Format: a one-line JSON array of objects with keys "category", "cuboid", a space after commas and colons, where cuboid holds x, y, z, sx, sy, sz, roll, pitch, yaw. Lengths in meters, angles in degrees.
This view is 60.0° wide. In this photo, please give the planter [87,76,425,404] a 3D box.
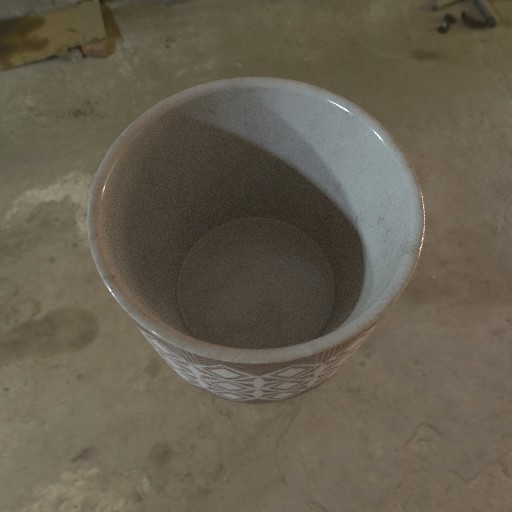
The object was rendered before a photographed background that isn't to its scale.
[{"category": "planter", "cuboid": [0.000, 0.000, 0.214, 0.126, 0.104, 0.126, 0, 64, 0]}]
